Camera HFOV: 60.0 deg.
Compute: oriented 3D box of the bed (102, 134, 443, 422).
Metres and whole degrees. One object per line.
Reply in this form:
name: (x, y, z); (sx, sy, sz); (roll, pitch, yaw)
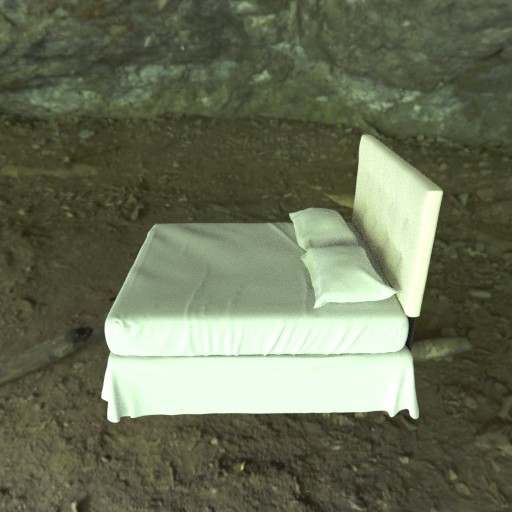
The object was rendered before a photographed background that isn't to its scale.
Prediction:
bed: (0.000, 0.000, 3.487); (2.222, 1.577, 1.936); (0, 26, -1)
